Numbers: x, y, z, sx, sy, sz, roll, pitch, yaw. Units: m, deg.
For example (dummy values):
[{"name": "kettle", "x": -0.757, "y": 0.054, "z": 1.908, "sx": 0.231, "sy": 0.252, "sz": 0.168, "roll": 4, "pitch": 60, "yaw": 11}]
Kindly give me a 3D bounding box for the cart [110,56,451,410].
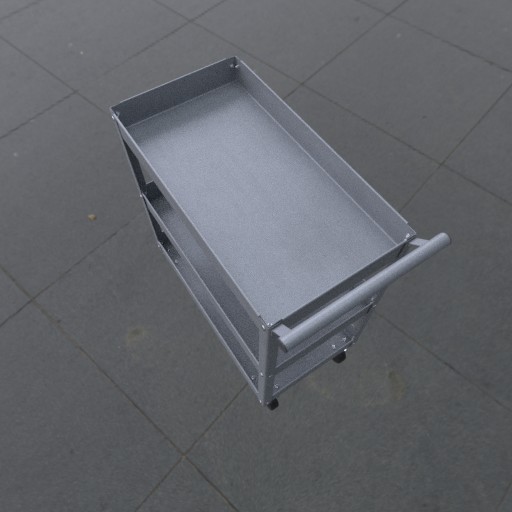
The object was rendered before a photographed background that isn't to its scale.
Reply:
[{"name": "cart", "x": 0.000, "y": 0.000, "z": 1.224, "sx": 0.366, "sy": 0.780, "sz": 0.719, "roll": -30, "pitch": 64, "yaw": -16}]
